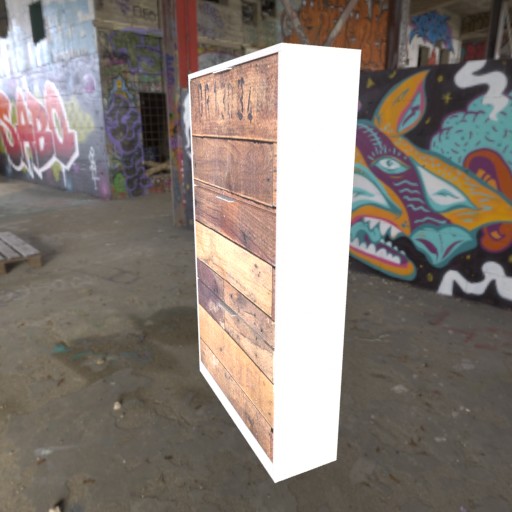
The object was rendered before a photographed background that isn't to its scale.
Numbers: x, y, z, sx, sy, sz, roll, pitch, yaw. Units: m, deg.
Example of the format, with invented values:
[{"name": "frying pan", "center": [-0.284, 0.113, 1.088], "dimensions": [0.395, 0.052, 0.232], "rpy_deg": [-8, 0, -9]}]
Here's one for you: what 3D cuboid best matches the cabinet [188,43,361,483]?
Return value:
[{"name": "cabinet", "center": [0.000, 0.000, 1.602], "dimensions": [0.250, 1.280, 0.750], "rpy_deg": [-8, 18, -24]}]
